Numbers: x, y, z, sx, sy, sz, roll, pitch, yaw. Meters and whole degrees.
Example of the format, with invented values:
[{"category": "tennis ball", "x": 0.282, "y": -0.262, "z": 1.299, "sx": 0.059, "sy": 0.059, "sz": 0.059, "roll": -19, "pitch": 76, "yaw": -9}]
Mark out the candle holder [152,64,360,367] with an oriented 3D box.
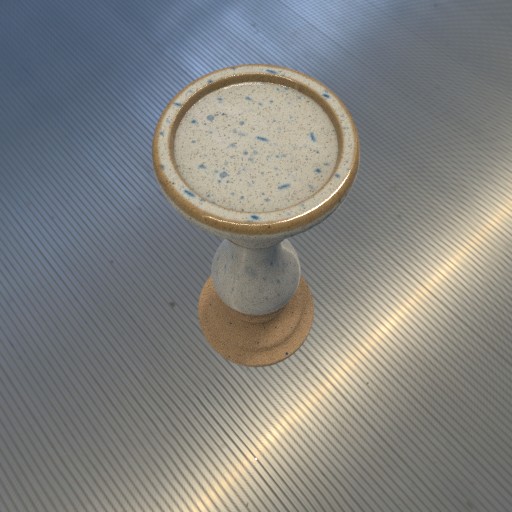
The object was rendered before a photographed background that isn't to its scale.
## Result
[{"category": "candle holder", "x": 0.000, "y": 0.000, "z": 0.250, "sx": 0.088, "sy": 0.203, "sz": 0.088, "roll": 0, "pitch": 65, "yaw": 0}]
